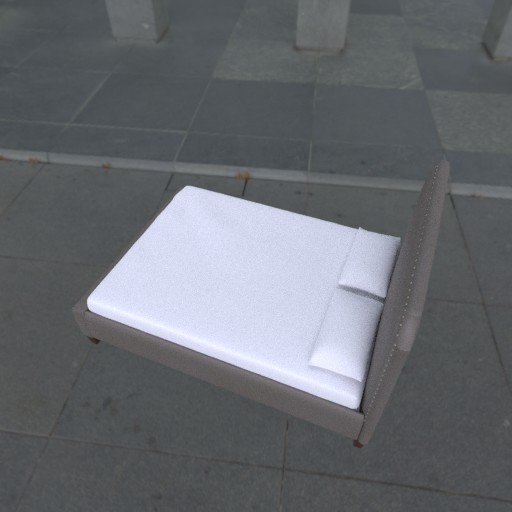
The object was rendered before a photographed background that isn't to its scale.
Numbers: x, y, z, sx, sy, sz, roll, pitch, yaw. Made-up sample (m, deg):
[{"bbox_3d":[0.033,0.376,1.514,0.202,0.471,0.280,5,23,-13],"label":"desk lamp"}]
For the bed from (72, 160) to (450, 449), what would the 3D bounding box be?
[{"bbox_3d":[0.000,0.000,3.417,2.372,1.443,1.712,16,48,16],"label":"bed"}]
